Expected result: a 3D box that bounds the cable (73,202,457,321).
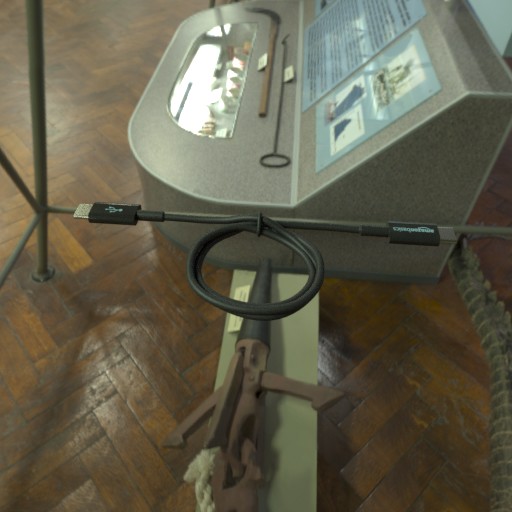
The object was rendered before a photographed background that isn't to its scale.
[{"bbox_3d":[0.000,0.000,0.217,0.203,0.014,0.070,4,47,3],"label":"cable"}]
